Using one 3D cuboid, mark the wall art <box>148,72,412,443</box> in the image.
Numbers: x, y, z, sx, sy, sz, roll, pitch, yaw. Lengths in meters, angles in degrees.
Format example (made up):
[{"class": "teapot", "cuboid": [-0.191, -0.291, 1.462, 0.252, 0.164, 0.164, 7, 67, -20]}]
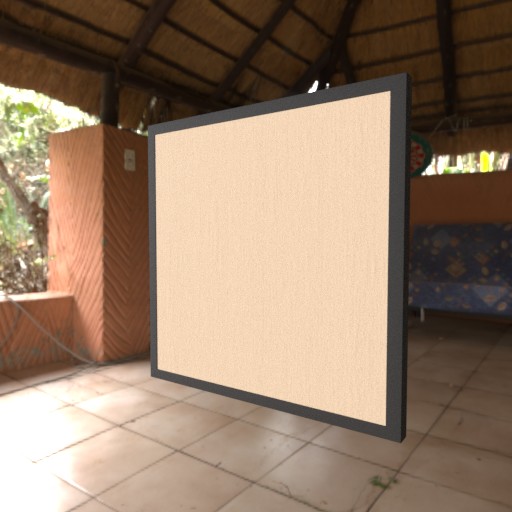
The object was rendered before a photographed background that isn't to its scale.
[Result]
[{"class": "wall art", "cuboid": [0.000, 0.000, 0.456, 0.306, 0.304, 0.015, 2, 3, 35]}]
